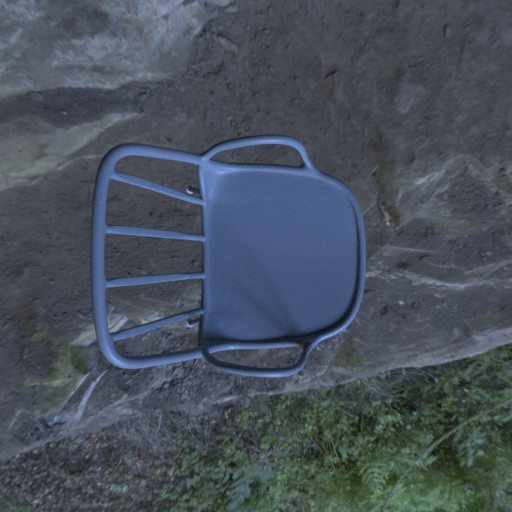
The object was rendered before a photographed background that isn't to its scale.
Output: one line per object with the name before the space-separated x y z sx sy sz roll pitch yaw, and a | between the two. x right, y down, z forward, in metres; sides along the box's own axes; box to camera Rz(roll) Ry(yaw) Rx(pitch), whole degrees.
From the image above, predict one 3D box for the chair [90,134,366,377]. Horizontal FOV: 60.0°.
chair | 0.000 0.000 1.196 0.597 0.816 0.549 0 90 0
